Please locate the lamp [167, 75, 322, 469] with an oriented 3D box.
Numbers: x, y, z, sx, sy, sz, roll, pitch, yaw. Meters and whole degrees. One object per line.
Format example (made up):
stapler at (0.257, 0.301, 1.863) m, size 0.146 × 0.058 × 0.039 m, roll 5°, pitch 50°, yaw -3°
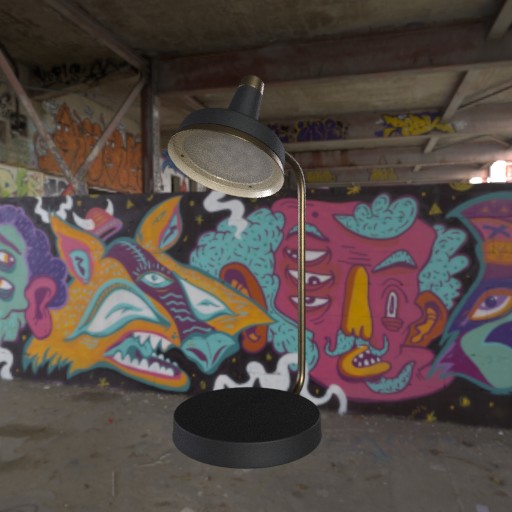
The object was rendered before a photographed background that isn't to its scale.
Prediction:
lamp at (0.000, 0.000, 0.494) m, size 0.162 × 0.385 × 0.218 m, roll 1°, pitch 2°, yaw 35°
